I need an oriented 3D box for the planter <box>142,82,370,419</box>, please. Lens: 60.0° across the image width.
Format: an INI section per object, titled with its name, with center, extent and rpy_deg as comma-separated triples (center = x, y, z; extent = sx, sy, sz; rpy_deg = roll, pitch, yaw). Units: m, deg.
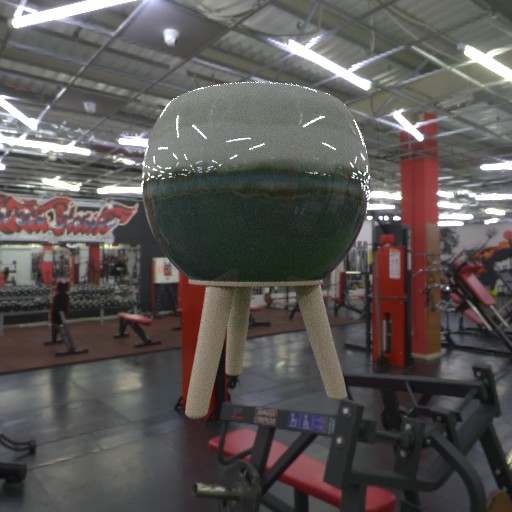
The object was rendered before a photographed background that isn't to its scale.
[planter]
center = 0.000, 0.000, 0.443
extent = 0.222, 0.278, 0.222
rpy_deg = 0, -1, 0
